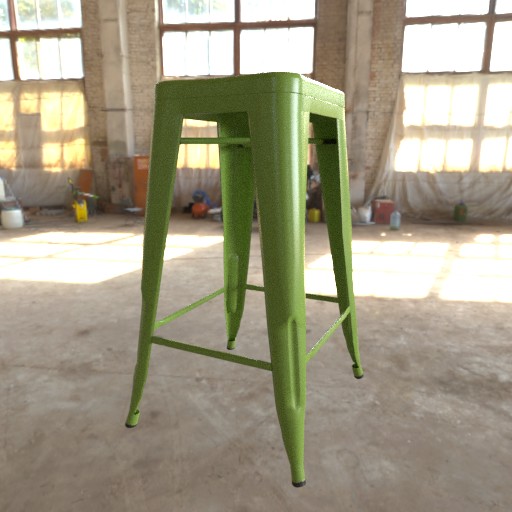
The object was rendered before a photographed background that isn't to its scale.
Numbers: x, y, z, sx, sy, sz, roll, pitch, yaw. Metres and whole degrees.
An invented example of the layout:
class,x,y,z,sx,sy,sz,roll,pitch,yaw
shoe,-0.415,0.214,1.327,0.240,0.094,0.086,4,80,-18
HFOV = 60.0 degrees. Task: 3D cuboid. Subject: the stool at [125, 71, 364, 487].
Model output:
class,x,y,z,sx,sy,sz,roll,pitch,yaw
stool,0.000,0.000,0.850,0.358,0.609,0.398,7,15,26
